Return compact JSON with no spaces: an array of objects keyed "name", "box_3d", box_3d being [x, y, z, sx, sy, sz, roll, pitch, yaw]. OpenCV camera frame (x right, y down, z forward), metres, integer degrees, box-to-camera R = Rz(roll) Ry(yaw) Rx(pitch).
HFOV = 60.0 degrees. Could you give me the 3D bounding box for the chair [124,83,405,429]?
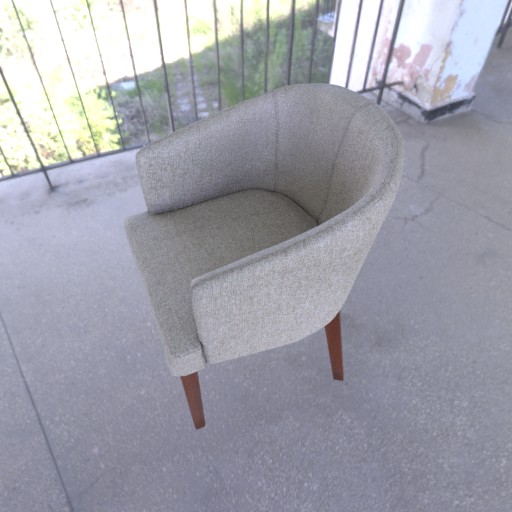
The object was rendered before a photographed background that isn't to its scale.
[{"name":"chair","box_3d":[0.000,0.000,1.272,0.655,0.811,0.583,-17,49,-16]}]
